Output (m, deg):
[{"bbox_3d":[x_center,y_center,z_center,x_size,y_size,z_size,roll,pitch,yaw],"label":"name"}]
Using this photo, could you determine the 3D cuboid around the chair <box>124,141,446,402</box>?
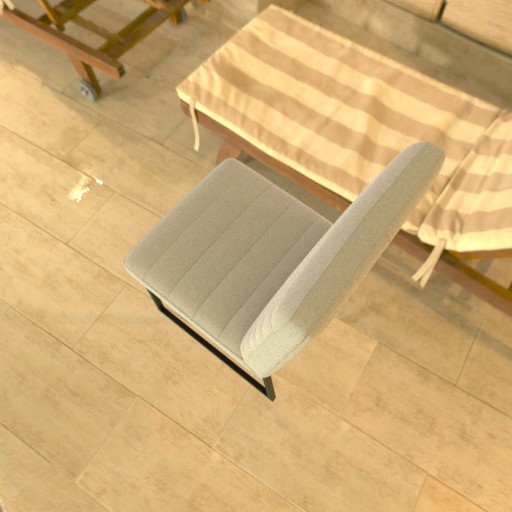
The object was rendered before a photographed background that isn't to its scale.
[{"bbox_3d":[0.000,0.000,1.304,0.634,0.930,0.520,35,68,16],"label":"chair"}]
